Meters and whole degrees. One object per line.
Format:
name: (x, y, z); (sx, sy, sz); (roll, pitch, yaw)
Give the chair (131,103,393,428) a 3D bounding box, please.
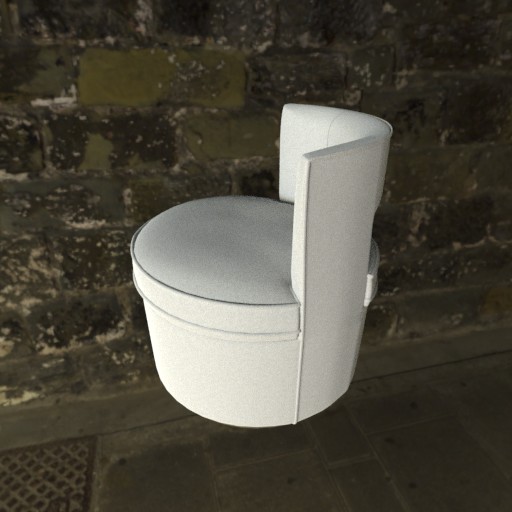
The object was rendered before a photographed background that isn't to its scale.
chair: (0.000, 0.000, 1.221); (0.665, 0.723, 0.650); (0, 28, 0)
